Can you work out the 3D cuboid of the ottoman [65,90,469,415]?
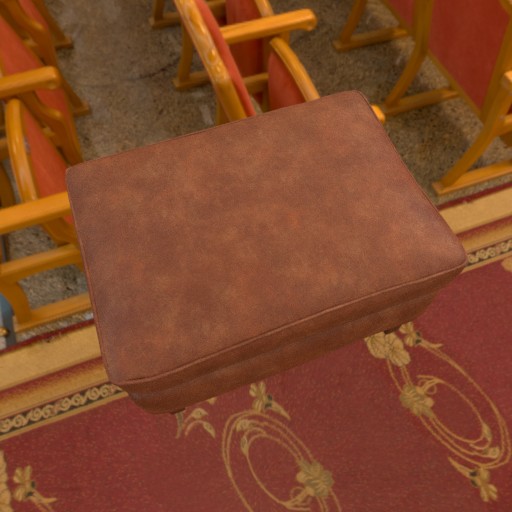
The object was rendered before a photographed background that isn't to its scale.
[{"bbox_3d":[0.000,0.000,0.980,0.665,0.418,0.501,-18,64,-9],"label":"ottoman"}]
